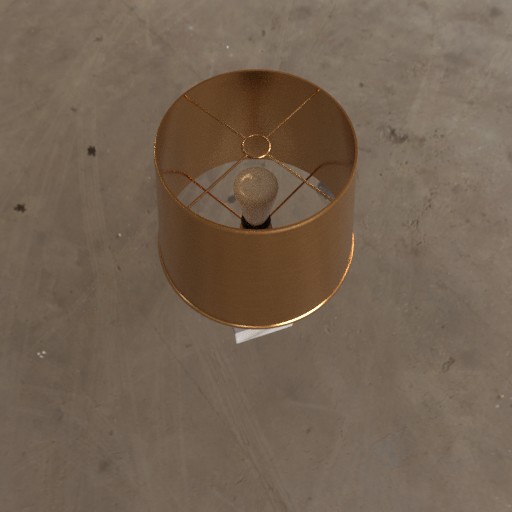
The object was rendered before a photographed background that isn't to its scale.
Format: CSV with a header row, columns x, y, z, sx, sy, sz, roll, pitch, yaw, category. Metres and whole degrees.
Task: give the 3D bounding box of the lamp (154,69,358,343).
x,y,z,sx,sy,sz,roll,pitch,yaw,category
0.000,0.000,0.522,0.208,0.406,0.208,0,65,0,lamp
